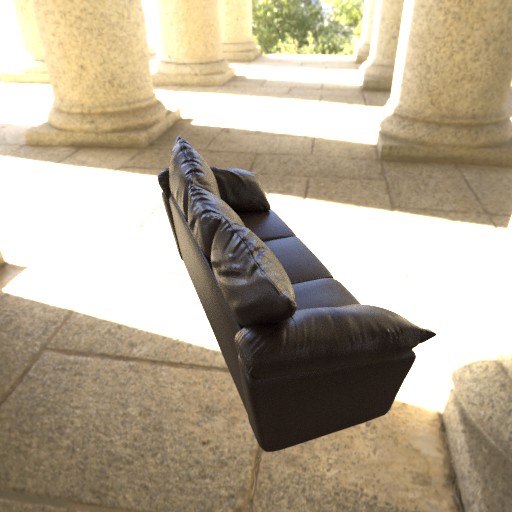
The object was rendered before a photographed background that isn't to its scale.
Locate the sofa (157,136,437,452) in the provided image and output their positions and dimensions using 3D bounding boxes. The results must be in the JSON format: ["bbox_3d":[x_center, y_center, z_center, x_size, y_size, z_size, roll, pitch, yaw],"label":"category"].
[{"bbox_3d":[0.000,0.000,2.913,0.907,1.091,2.390,-11,33,-17],"label":"sofa"}]
